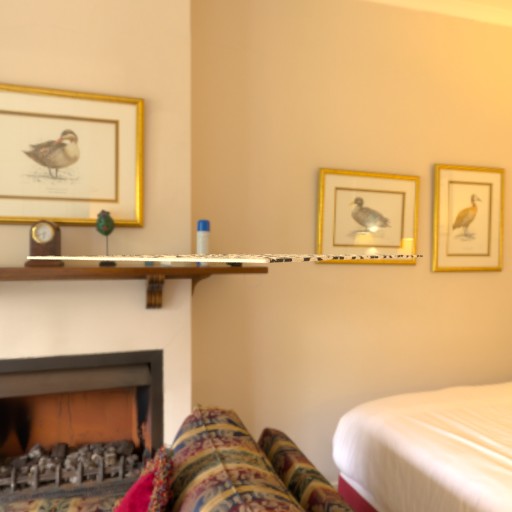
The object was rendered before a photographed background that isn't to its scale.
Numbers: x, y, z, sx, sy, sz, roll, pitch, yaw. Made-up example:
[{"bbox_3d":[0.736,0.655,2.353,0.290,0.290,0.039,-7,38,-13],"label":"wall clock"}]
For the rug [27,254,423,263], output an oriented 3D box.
[{"bbox_3d":[0.000,0.000,4.446,2.444,0.036,3.369,0,1,34],"label":"rug"}]
